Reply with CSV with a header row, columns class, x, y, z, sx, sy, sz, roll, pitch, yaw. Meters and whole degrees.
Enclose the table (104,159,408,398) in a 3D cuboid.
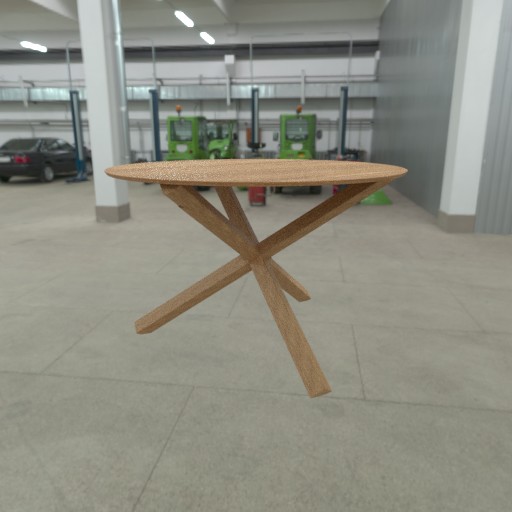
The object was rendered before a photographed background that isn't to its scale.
class,x,y,z,sx,sy,sz,roll,pitch,yaw
table,0.000,0.000,1.683,1.038,0.666,1.038,0,15,0
